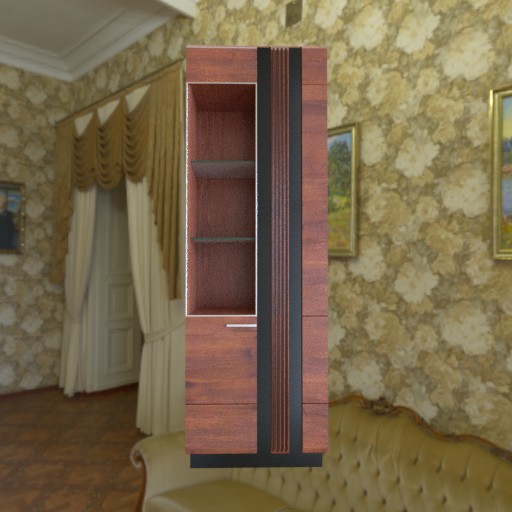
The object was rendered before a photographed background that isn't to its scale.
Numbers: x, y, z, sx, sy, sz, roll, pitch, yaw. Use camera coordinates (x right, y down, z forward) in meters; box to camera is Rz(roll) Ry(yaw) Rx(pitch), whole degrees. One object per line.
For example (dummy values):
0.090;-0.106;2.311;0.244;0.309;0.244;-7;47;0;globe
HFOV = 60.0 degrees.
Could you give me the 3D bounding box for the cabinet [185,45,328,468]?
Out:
0.000;0.000;2.252;0.660;1.980;0.420;0;-1;-1;cabinet
